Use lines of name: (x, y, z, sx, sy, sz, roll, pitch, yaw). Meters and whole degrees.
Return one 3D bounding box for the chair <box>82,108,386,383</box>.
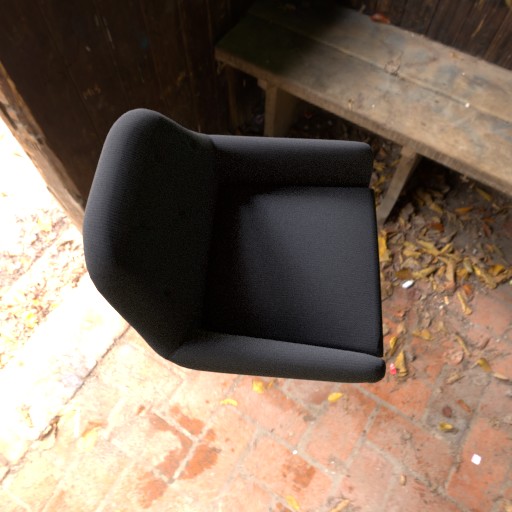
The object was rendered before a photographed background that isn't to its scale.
chair: (0.000, 0.000, 1.398, 0.779, 0.800, 0.770, 4, 64, 2)
